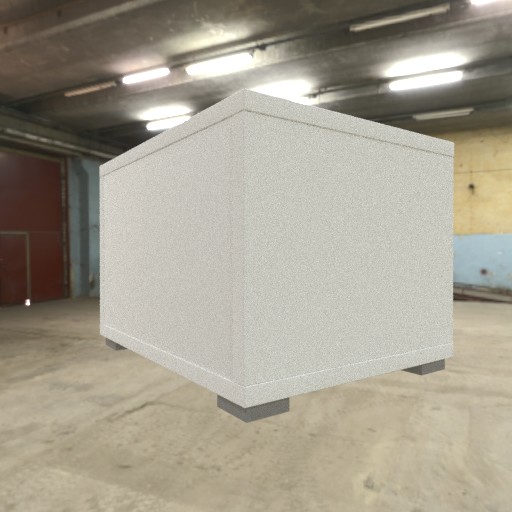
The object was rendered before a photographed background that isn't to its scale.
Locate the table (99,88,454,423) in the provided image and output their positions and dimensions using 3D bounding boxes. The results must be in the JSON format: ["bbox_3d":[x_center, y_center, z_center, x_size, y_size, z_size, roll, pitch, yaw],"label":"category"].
[{"bbox_3d":[0.000,0.000,0.792,0.399,0.357,0.517,0,1,-36],"label":"table"}]
